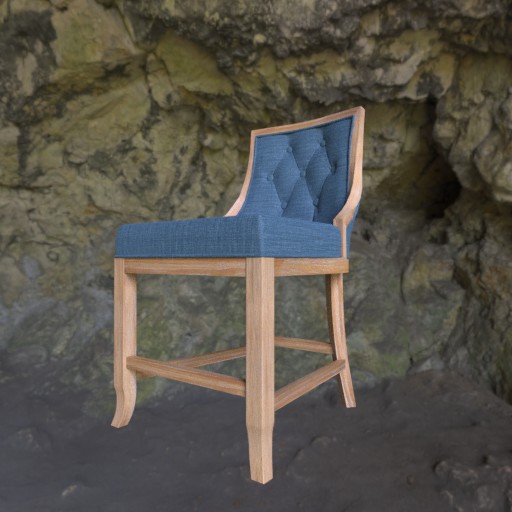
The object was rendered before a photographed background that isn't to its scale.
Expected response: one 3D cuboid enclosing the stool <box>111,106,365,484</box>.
[{"bbox_3d":[0.000,0.000,1.308,0.524,0.938,0.626,0,-1,38],"label":"stool"}]
